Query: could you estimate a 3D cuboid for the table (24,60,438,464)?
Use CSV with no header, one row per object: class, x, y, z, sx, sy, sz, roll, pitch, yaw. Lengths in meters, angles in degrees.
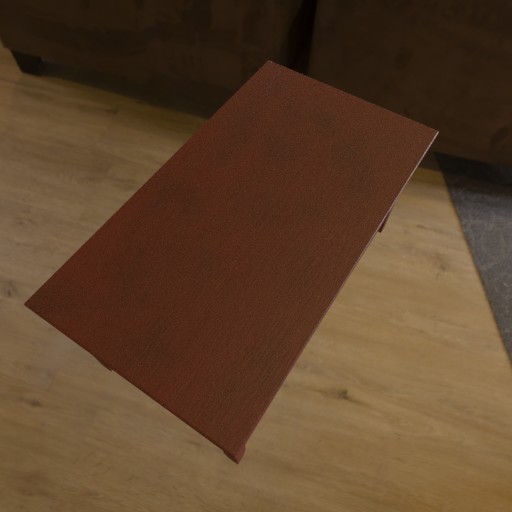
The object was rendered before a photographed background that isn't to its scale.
table,0.000,0.000,1.236,0.533,0.456,0.943,30,64,16
